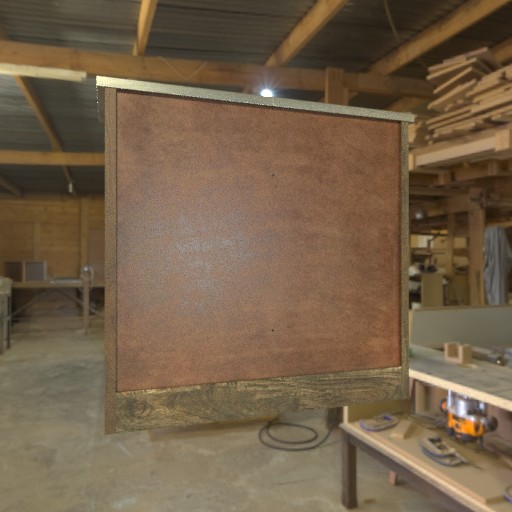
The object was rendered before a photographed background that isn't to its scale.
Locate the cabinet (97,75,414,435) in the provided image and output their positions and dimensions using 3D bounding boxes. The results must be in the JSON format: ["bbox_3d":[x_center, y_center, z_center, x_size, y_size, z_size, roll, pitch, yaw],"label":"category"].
[{"bbox_3d":[0.000,0.000,1.440,0.968,0.919,0.338,0,0,-18],"label":"cabinet"}]
